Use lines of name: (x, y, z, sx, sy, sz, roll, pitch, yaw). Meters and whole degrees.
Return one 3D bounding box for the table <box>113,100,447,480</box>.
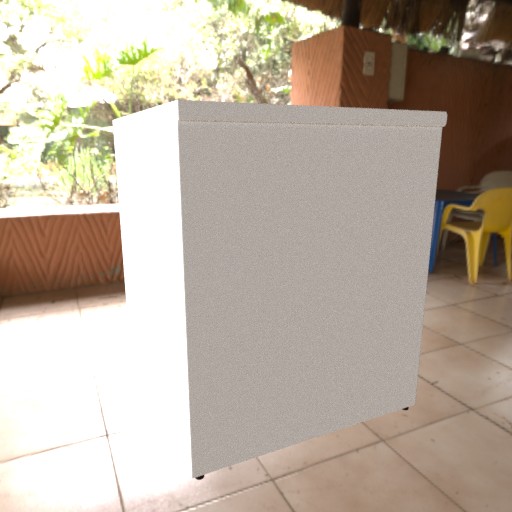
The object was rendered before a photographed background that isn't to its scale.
table: (0.000, 0.000, 0.765, 0.380, 0.460, 0.420, -7, 16, -25)
